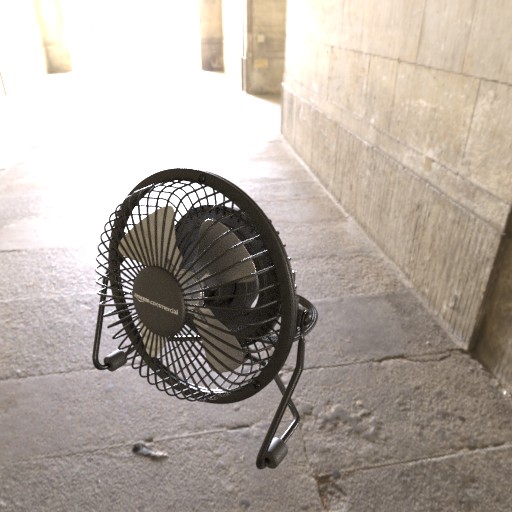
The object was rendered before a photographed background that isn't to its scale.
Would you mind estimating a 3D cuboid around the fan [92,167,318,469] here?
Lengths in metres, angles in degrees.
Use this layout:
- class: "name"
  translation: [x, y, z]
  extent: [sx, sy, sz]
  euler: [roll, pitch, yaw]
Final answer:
- class: "fan"
  translation: [0.000, 0.000, 0.307]
  extent: [0.153, 0.152, 0.202]
  euler: [18, 34, 30]
